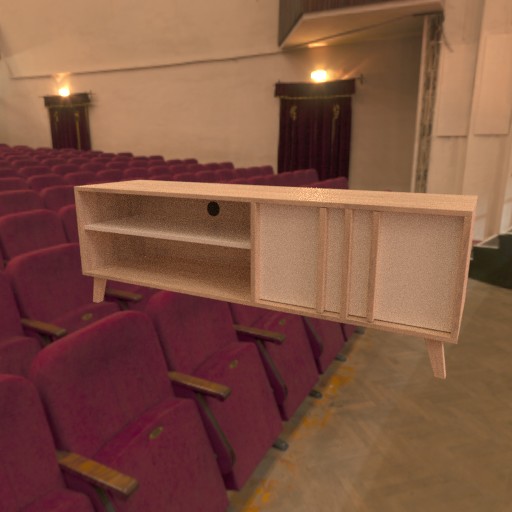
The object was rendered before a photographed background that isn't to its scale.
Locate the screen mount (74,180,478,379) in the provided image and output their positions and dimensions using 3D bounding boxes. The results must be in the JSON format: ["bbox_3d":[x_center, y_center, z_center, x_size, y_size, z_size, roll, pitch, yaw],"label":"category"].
[{"bbox_3d":[0.000,0.000,1.742,1.500,0.510,0.400,7,16,27],"label":"screen mount"}]
